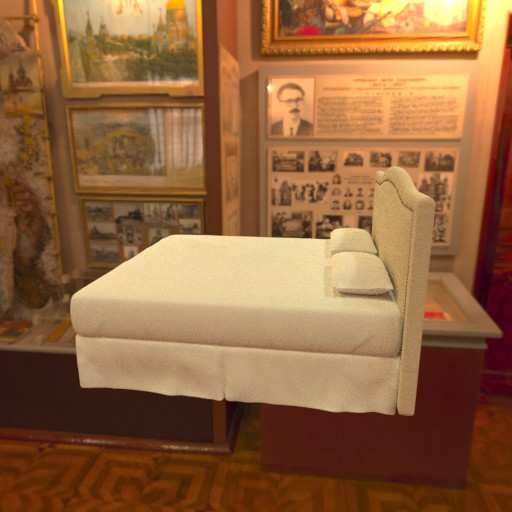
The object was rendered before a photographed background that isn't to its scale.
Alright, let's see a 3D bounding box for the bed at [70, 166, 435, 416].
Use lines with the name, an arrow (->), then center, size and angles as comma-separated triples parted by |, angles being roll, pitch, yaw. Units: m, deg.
bed -> 0.000, 0.000, 3.549 | 2.182, 1.421, 2.083 | 2, 15, 8
